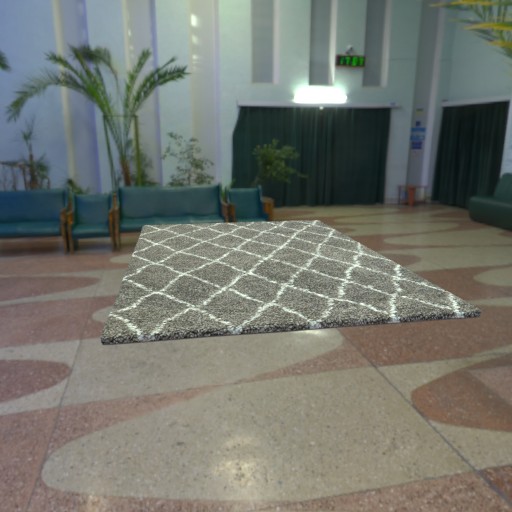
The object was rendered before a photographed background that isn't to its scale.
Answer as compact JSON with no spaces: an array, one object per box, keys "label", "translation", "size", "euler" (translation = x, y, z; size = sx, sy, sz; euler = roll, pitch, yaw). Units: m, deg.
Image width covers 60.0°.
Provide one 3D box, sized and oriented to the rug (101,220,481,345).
[{"label":"rug","translation":[0.000,0.000,2.214],"size":[1.219,0.030,1.778],"euler":[-3,15,-10]}]
